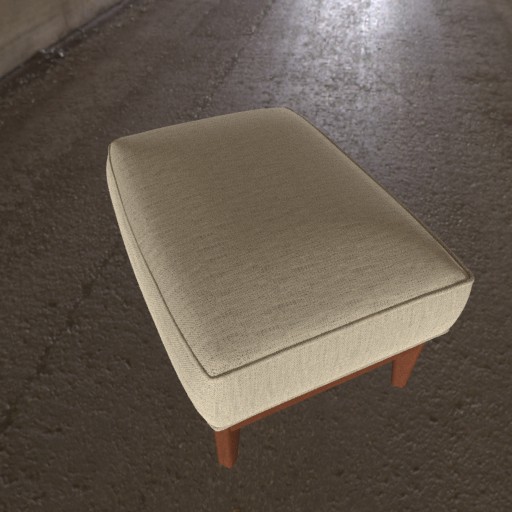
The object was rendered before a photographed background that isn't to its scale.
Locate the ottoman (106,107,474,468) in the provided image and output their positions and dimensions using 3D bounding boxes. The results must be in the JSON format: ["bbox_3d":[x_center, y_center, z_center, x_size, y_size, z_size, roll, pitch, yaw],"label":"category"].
[{"bbox_3d":[0.000,0.000,1.116,0.594,0.465,0.794,-18,47,-17],"label":"ottoman"}]
